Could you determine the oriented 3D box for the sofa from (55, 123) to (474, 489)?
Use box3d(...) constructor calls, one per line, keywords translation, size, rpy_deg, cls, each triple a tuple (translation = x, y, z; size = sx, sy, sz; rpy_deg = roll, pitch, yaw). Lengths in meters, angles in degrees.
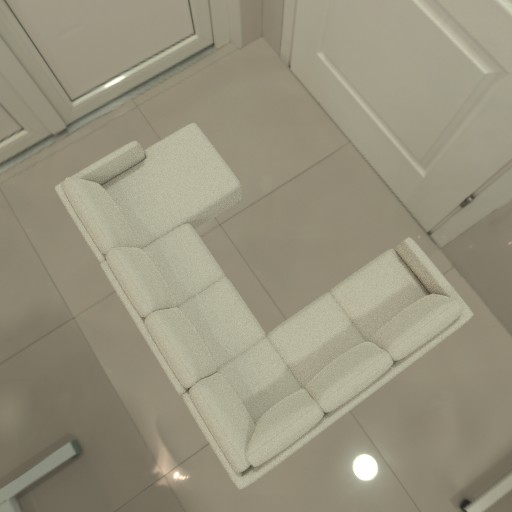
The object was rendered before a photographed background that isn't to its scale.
box3d(translation=(0.000, 0.000, 4.338), size=(2.551, 0.853, 3.238), rpy_deg=(-33, 77, -9), cls="sofa")
